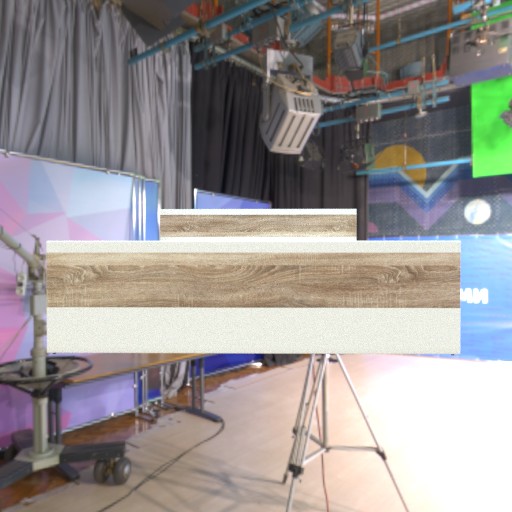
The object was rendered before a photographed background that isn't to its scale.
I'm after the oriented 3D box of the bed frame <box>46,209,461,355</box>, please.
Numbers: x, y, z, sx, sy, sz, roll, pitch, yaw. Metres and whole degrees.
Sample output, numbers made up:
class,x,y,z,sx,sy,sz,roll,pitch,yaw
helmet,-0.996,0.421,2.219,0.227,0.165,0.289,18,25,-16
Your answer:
class,x,y,z,sx,sy,sz,roll,pitch,yaw
bed frame,0.000,0.000,2.868,1.720,0.800,2.060,0,1,1
